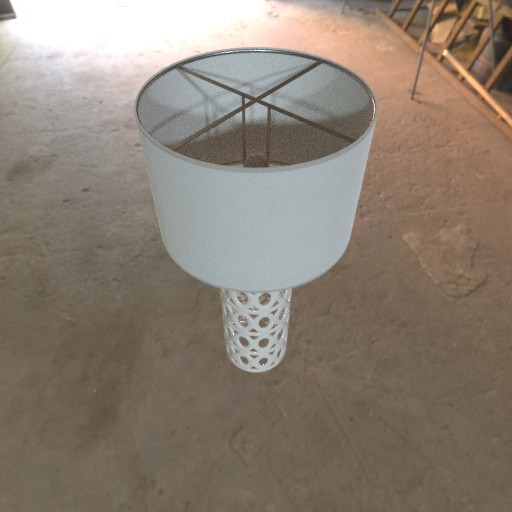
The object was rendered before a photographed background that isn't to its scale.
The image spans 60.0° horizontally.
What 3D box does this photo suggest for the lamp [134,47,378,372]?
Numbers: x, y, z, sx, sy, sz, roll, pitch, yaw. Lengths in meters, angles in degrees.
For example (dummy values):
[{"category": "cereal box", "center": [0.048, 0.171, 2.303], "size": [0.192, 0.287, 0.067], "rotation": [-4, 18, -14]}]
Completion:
[{"category": "lamp", "center": [0.000, 0.000, 0.834], "size": [0.325, 0.636, 0.324], "rotation": [32, 55, 26]}]
